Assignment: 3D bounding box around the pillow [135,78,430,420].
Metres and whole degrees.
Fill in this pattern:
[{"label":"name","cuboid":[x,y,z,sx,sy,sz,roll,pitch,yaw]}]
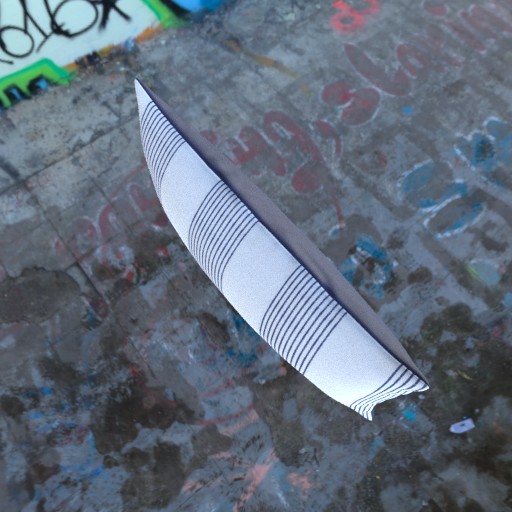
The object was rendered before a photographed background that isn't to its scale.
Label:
[{"label":"pillow","cuboid":[0.000,0.000,0.717,0.151,0.287,0.610,-36,69,-16]}]
